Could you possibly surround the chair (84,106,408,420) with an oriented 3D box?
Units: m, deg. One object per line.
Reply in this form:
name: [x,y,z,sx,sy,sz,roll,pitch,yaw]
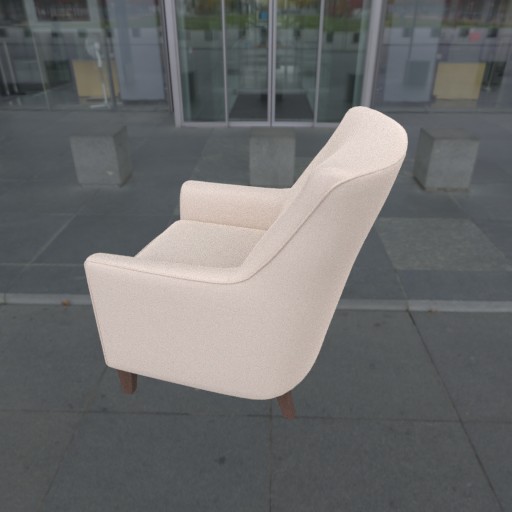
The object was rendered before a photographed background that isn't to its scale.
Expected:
chair: [0.000,0.000,1.551,0.879,0.916,0.756,8,30,15]
